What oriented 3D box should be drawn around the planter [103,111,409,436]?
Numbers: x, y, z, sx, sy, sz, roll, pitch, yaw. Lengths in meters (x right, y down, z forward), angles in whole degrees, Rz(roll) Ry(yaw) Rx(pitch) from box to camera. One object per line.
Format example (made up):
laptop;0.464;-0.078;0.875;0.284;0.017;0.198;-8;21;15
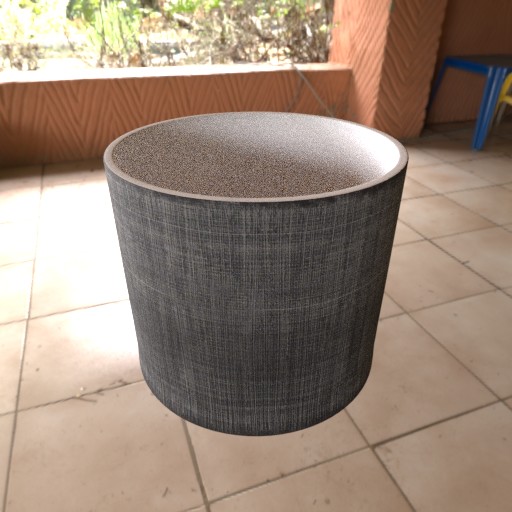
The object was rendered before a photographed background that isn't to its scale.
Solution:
planter;0.000;0.000;0.309;0.178;0.157;0.178;0;30;0
